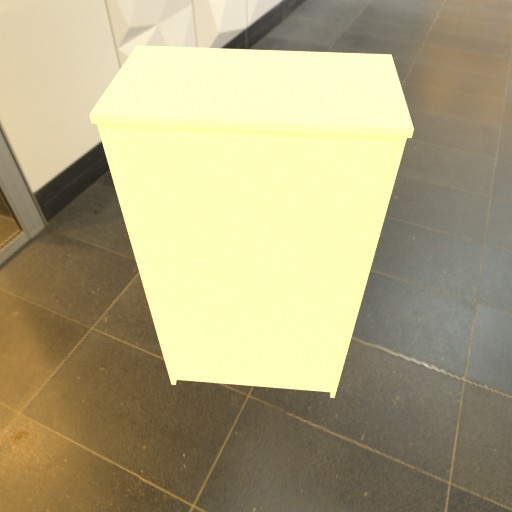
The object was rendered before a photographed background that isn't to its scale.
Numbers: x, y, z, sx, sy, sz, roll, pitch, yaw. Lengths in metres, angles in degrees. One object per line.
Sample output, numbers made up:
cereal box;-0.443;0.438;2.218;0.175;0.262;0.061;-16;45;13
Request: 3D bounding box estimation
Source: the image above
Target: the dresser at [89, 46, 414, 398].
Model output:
dresser;0.000;0.000;1.546;0.704;1.255;0.399;4;46;3
